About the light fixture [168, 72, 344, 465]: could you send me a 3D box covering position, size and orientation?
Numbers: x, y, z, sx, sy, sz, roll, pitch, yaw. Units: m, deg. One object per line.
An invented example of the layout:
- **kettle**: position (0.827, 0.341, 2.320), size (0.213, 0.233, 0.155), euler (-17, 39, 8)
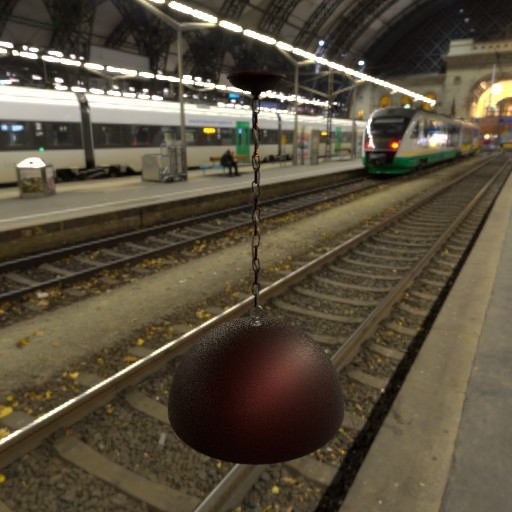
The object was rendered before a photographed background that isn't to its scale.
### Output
- **light fixture**: position (0.000, 0.000, 1.147), size (0.492, 0.869, 0.492), euler (2, 15, 9)
